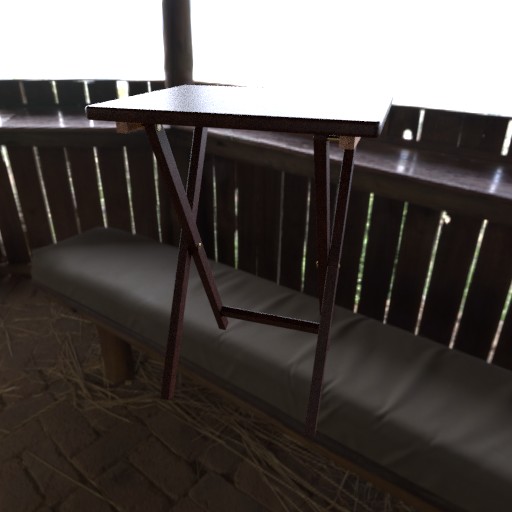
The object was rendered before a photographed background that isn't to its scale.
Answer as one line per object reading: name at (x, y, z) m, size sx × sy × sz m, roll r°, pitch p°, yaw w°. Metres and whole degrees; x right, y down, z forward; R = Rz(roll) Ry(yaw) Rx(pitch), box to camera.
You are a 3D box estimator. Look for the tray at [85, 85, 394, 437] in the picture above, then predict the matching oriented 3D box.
tray at (0.000, 0.000, 0.978) m, size 0.483 × 0.660 × 0.381 m, roll 8°, pitch 28°, yaw 16°
